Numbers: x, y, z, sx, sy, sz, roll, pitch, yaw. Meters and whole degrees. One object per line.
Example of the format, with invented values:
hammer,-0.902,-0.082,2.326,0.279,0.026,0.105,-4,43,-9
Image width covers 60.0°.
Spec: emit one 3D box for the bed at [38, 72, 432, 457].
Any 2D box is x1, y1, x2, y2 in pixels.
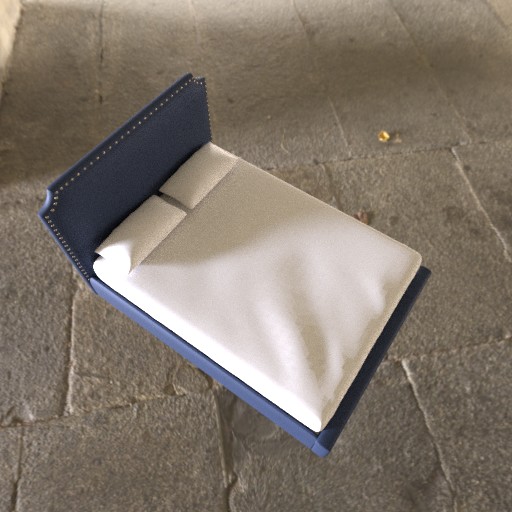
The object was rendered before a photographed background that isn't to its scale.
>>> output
bed,0.000,0.000,3.412,2.372,1.443,1.712,31,64,17
